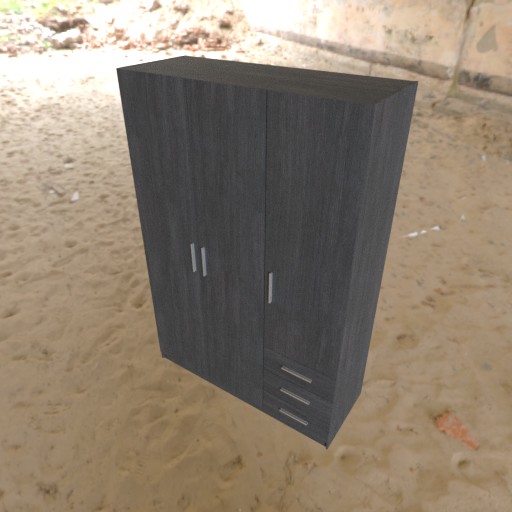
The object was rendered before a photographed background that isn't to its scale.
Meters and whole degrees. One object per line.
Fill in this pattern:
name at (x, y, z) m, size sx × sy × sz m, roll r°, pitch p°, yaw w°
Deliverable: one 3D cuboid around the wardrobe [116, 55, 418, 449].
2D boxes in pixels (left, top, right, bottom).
wardrobe at (0.000, 0.000, 2.482) m, size 1.290 × 1.910 × 0.510 m, roll 20°, pitch 37°, yaw 28°
